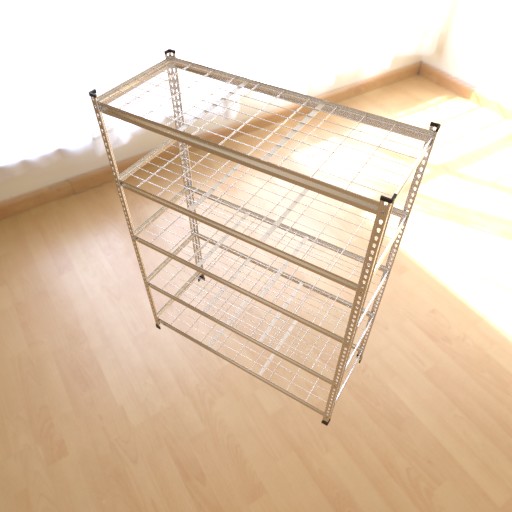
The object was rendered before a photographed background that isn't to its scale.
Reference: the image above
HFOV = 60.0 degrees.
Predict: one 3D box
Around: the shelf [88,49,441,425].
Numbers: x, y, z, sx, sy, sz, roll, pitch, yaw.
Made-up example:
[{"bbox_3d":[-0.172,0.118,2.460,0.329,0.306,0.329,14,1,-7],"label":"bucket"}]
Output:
[{"bbox_3d":[0.000,0.000,2.747,1.524,1.981,0.610,24,51,21],"label":"shelf"}]
